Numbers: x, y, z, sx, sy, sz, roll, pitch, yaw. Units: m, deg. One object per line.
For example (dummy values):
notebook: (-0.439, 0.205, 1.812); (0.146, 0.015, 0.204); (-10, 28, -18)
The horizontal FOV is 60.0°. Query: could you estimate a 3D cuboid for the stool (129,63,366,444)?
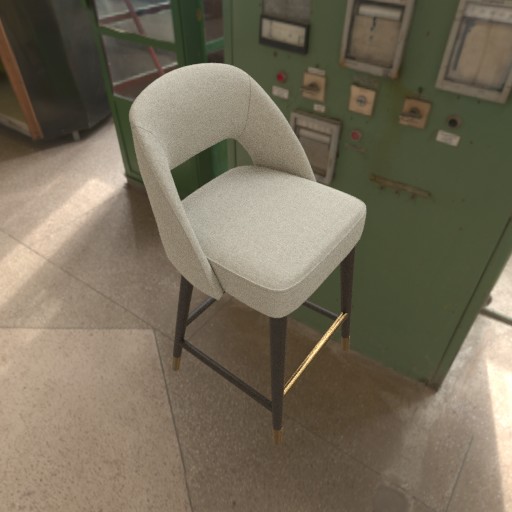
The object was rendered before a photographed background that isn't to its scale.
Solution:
stool: (0.000, 0.000, 1.270); (0.509, 0.940, 0.494); (26, 48, 27)
